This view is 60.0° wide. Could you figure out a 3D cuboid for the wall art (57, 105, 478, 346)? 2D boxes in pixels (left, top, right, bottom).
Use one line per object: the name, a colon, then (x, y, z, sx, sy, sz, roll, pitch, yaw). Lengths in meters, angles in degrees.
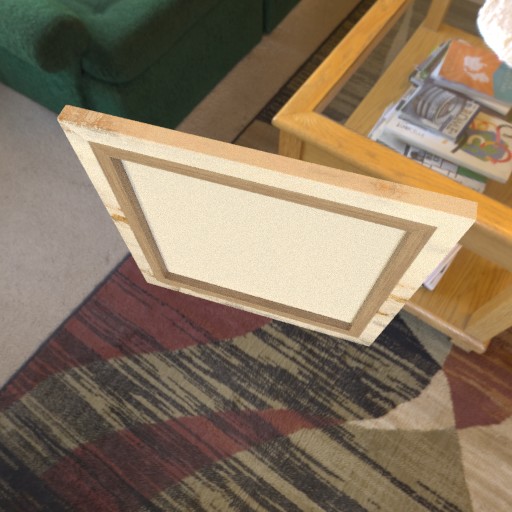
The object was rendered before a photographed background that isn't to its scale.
wall art: (0.000, 0.000, 1.108, 0.753, 0.755, 0.038, 15, 64, 8)
